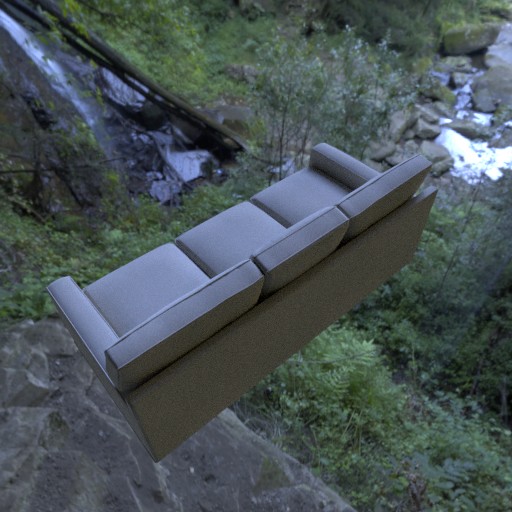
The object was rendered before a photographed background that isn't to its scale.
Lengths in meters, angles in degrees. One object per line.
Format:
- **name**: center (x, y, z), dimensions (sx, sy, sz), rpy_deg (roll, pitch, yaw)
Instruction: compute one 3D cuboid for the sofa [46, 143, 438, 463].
- **sofa**: center (0.000, 0.000, 2.591), dimensions (2.088, 0.862, 0.935), rpy_deg (-32, 54, -27)
